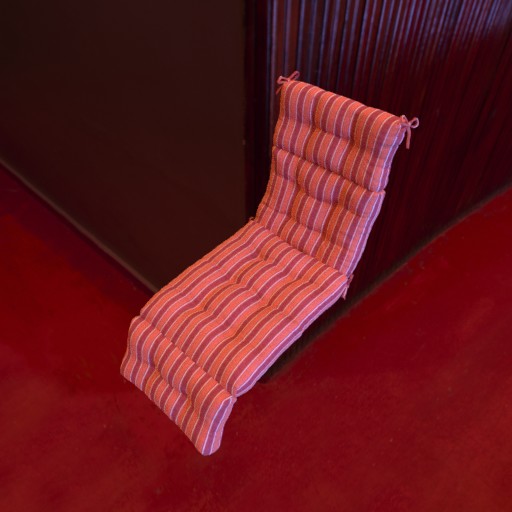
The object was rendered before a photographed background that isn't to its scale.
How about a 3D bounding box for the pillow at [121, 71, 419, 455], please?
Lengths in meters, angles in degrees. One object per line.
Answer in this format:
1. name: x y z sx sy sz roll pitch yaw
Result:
1. pillow: 0.000 0.000 1.534 0.526 0.863 1.016 32 54 28
